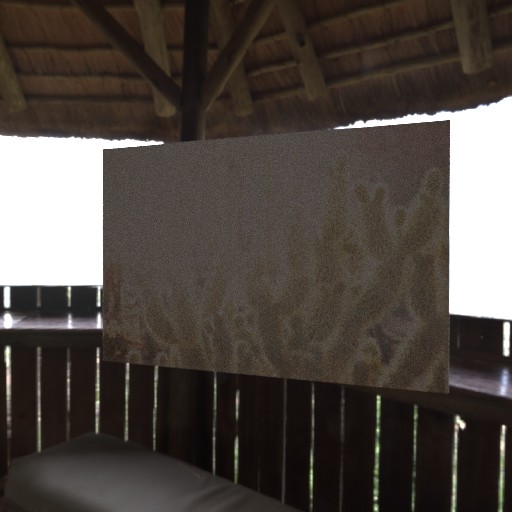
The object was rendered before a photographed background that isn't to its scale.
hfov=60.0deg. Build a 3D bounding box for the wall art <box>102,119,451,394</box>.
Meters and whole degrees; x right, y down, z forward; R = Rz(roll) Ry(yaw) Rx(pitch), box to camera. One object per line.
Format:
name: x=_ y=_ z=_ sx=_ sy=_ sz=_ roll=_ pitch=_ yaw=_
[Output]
wall art: x=0.000 y=0.000 z=1.143 sx=0.916 sy=0.608 sz=0.040 roll=0 pitch=1 yaw=18
